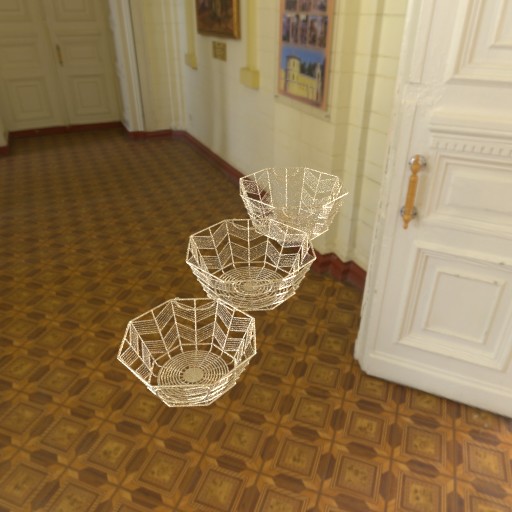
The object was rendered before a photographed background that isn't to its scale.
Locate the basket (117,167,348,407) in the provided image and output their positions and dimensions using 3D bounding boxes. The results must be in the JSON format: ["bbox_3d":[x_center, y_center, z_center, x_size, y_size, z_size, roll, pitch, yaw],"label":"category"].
[{"bbox_3d":[0.000,0.000,1.418,0.432,0.178,1.246,10,32,17],"label":"basket"}]
